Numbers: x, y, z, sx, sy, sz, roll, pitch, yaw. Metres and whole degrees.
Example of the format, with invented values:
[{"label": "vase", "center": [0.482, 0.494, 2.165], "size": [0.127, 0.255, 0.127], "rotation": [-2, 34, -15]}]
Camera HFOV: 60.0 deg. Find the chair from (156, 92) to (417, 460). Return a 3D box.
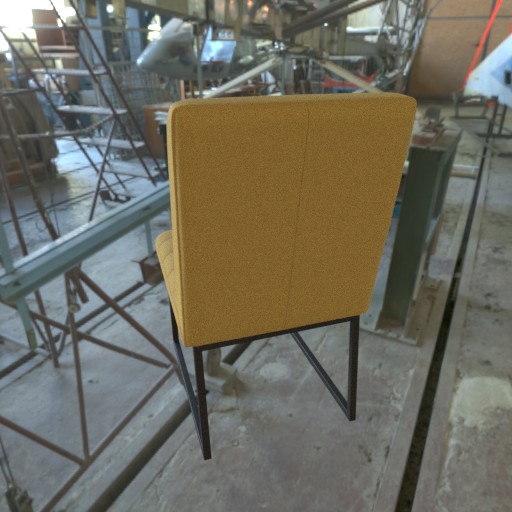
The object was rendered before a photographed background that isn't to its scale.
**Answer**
[{"label": "chair", "center": [0.000, 0.000, 1.288], "size": [0.520, 0.930, 0.634], "rotation": [-8, 26, -16]}]
